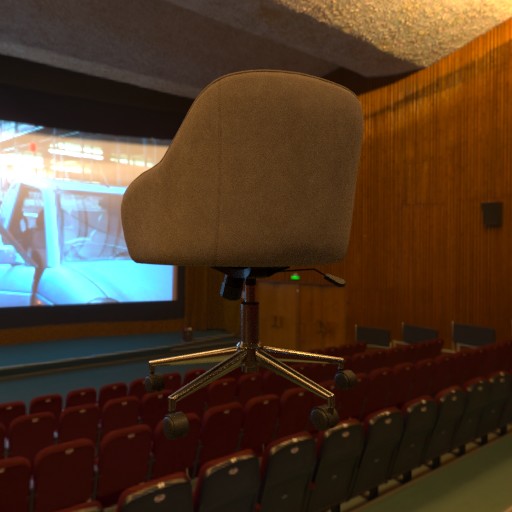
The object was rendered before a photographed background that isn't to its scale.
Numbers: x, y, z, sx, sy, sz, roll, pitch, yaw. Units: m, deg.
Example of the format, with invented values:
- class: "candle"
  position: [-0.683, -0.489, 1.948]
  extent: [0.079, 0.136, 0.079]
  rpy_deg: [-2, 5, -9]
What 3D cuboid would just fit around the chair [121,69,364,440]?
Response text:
- class: "chair"
  position: [0.000, 0.000, 1.260]
  extent: [0.635, 0.831, 0.573]
  rpy_deg: [-1, 1, -37]
